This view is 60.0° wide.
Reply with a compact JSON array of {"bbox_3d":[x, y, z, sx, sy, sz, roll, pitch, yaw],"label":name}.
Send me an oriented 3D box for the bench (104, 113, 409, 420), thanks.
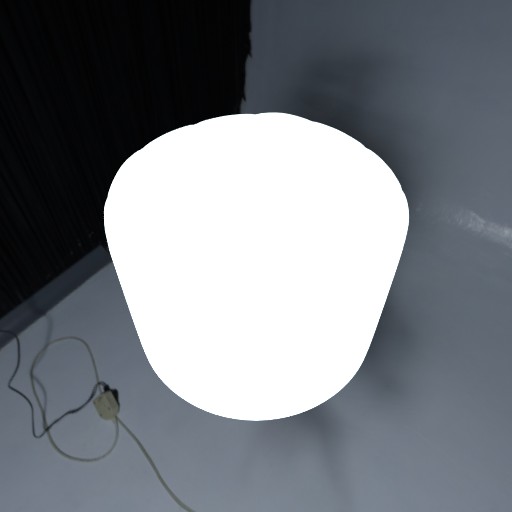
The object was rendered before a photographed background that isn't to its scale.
[{"bbox_3d":[0.000,0.000,1.017,0.600,0.453,0.600,0,46,0],"label":"bench"}]
